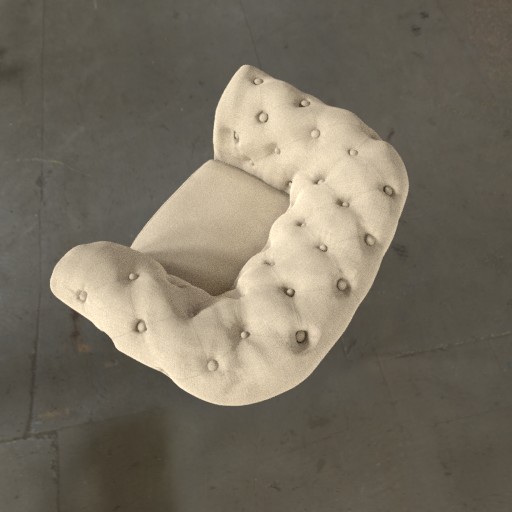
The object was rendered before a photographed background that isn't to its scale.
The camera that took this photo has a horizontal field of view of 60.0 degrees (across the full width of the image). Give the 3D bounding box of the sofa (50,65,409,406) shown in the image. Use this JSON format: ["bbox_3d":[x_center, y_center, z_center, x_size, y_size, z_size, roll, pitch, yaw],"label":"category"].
[{"bbox_3d":[0.000,0.000,2.064,1.034,0.878,1.405,30,67,14],"label":"sofa"}]
